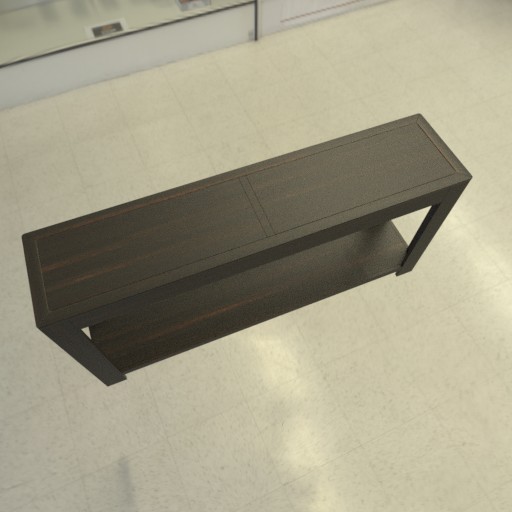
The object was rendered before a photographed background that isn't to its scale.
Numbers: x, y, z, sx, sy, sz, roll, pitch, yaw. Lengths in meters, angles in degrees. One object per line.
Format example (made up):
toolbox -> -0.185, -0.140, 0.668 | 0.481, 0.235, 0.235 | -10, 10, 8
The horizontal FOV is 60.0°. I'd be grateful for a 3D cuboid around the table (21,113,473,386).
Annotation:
table -> 0.000, 0.000, 1.953 | 1.631, 0.762, 0.384 | -19, 62, -11
